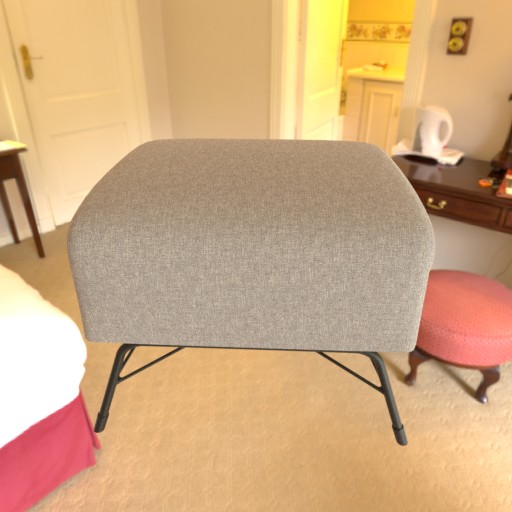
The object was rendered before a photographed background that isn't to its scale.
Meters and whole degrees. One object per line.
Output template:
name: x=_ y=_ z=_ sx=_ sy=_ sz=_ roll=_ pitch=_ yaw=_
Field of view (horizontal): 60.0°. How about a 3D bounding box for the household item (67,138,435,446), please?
household item: x=0.000 y=0.000 z=0.875 sx=0.530 sy=0.410 sz=0.530 roll=1 pitch=28 yaw=3
